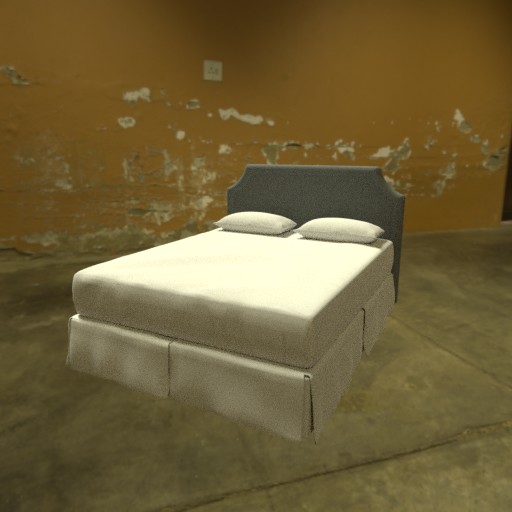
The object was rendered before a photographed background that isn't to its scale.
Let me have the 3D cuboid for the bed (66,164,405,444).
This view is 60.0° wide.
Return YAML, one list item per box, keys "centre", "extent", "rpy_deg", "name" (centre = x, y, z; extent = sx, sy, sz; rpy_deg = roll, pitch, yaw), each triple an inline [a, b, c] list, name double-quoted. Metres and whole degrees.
- centre: [0.000, 0.000, 3.409]
  extent: [1.811, 1.296, 2.259]
  rpy_deg: [7, 15, 27]
  name: "bed"
